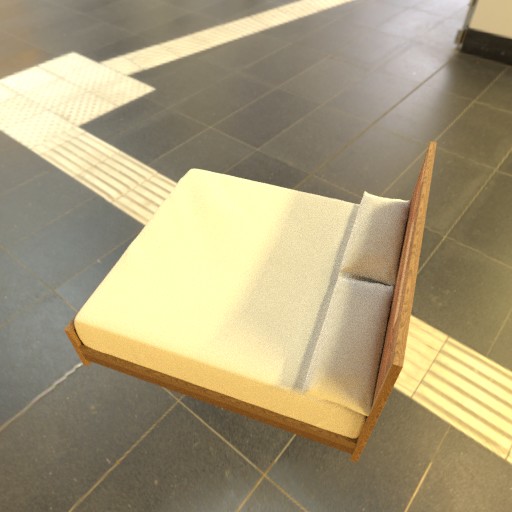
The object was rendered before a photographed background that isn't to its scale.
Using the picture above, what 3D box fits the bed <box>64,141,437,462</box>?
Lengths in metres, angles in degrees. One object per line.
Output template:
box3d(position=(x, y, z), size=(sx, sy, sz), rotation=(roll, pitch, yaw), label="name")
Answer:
box3d(position=(0.000, 0.000, 3.437), size=(2.184, 1.295, 2.013), rotation=(15, 49, 13), label="bed")
